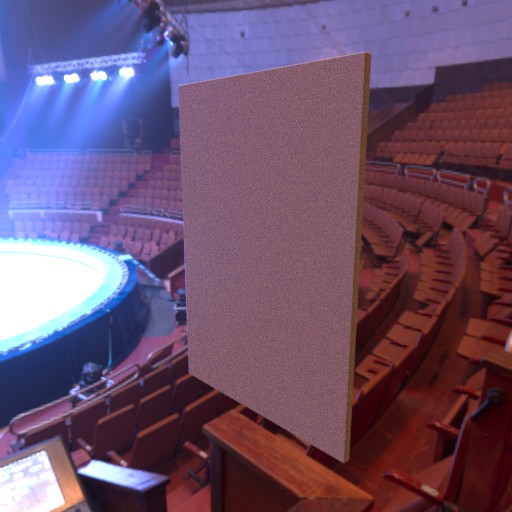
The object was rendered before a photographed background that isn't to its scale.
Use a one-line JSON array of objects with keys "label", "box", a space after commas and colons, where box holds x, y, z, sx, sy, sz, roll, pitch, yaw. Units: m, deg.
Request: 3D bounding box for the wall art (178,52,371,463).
[{"label": "wall art", "box": [0.000, 0.000, 0.621, 0.011, 0.482, 0.329, -13, 18, -43]}]
